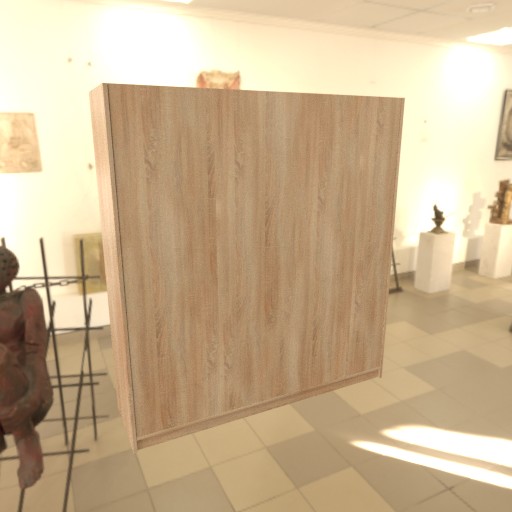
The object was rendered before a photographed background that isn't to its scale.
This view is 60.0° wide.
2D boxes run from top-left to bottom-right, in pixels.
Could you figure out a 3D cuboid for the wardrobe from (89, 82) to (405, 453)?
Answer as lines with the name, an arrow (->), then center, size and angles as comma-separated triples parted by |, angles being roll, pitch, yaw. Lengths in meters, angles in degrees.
wardrobe -> 0.000, 0.000, 3.158 | 1.998, 2.159, 0.598 | -8, 17, -26
